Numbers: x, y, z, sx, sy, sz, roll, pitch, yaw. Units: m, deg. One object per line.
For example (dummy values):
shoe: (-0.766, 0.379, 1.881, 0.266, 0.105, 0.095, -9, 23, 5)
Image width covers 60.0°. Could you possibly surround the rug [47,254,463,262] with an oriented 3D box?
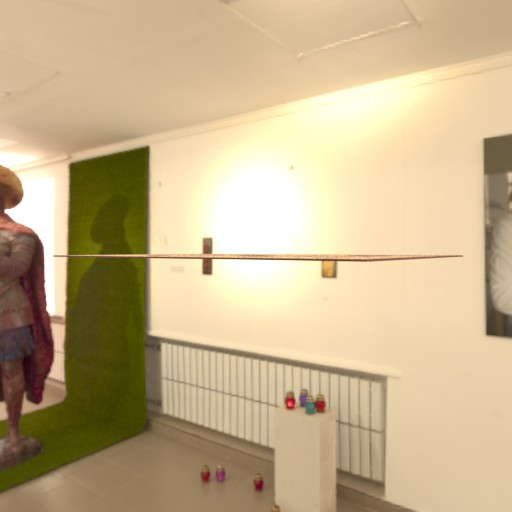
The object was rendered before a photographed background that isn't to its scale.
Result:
rug: (0.000, 0.000, 4.248, 3.197, 0.013, 2.381, 1, 1, 36)
